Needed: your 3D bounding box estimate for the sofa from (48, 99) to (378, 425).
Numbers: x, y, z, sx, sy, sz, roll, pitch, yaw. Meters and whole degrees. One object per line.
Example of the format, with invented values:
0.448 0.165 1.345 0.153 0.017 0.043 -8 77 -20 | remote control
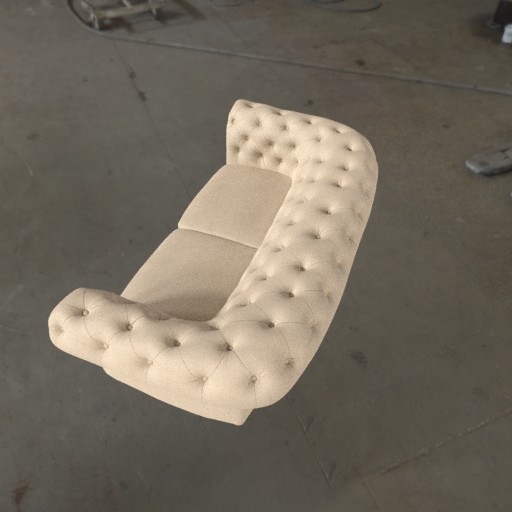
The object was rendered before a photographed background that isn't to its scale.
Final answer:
0.000 0.000 2.487 1.069 0.835 1.988 16 49 15 | sofa
